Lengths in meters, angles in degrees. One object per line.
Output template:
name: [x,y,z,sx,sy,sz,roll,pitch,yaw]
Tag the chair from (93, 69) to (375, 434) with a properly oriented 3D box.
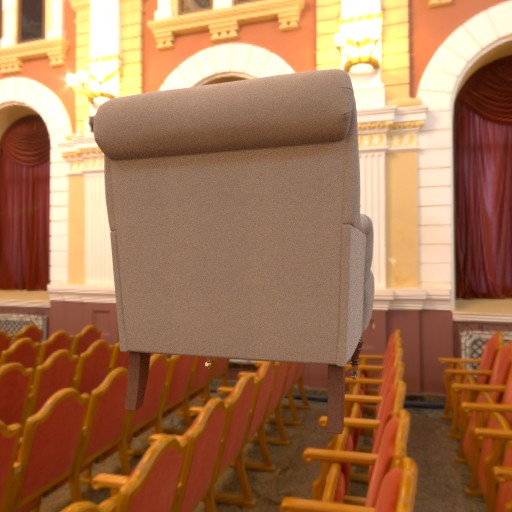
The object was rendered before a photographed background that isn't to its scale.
chair: [0.000,0.000,1.535,0.766,0.942,0.842,0,-1,18]
